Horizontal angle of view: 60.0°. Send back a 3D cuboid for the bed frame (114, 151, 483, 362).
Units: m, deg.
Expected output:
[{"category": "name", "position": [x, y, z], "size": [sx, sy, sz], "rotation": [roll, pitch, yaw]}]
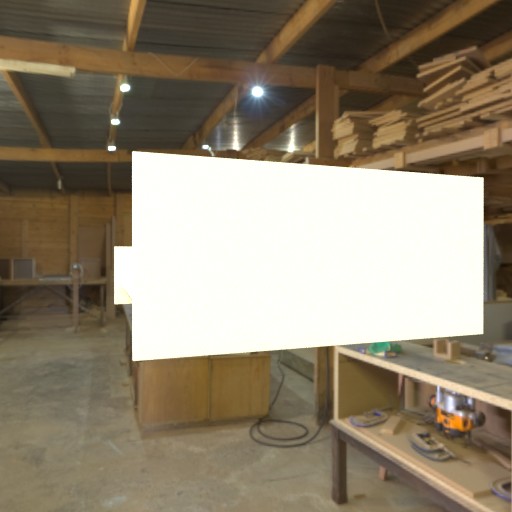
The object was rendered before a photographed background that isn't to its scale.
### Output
[{"category": "bed frame", "position": [0.000, 0.000, 2.934], "size": [1.720, 0.800, 2.060], "rotation": [0, 0, -20]}]
